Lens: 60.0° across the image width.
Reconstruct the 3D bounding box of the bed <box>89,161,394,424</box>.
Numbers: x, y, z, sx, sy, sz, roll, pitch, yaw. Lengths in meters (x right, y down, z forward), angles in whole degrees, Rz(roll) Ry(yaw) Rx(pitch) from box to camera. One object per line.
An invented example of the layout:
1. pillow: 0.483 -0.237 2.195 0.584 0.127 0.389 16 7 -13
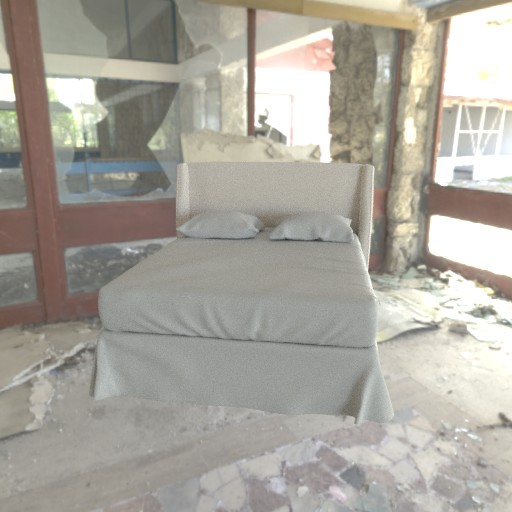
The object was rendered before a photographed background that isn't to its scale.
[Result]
1. bed: 0.000 0.000 3.468 1.925 1.332 2.276 2 15 9
